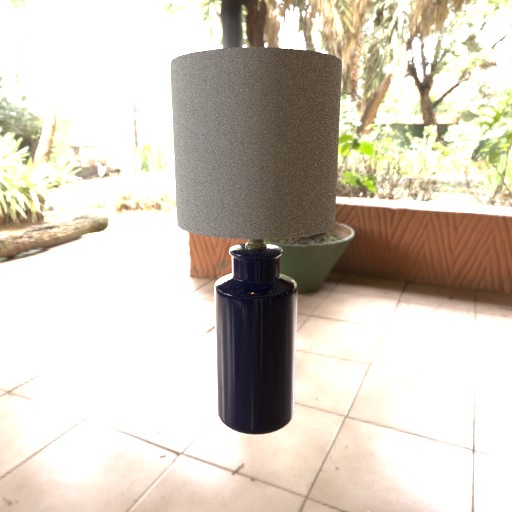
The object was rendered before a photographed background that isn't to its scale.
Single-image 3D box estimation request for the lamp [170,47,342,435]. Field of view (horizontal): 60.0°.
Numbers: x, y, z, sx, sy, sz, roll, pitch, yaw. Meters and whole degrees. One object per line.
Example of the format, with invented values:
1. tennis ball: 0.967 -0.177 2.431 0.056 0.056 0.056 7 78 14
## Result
1. lamp: 0.000 0.000 0.614 0.212 0.493 0.212 7 16 24
